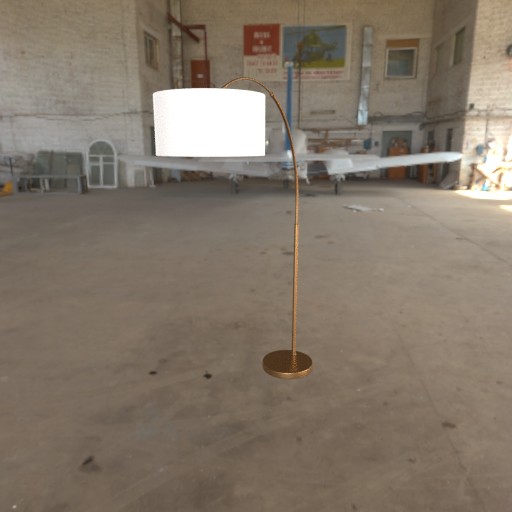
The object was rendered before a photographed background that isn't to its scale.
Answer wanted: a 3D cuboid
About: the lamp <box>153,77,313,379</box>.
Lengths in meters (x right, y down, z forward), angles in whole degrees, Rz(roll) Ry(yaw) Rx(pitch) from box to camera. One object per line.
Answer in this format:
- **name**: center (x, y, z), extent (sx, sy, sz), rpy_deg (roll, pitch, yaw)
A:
- **lamp**: center (0.000, 0.000, 2.584), extent (0.493, 1.927, 1.434), rpy_deg (7, 15, 25)
